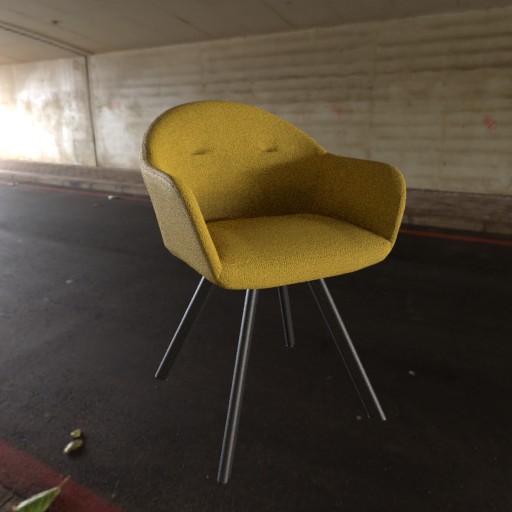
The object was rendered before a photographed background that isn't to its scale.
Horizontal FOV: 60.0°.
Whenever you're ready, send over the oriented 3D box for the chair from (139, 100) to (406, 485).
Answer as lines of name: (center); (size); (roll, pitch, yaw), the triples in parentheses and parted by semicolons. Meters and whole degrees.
chair: (0.000, 0.000, 1.142); (0.545, 0.775, 0.565); (-9, 19, -26)
